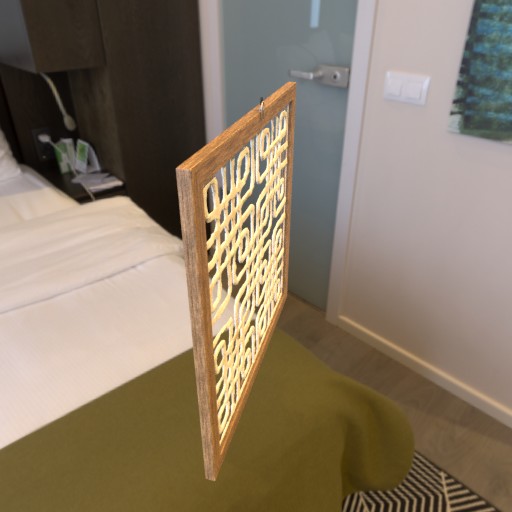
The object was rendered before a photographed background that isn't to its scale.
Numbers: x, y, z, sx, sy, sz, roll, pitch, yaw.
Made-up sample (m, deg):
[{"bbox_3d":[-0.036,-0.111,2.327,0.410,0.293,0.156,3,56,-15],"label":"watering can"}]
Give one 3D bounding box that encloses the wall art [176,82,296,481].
[{"bbox_3d":[0.000,0.000,0.848,0.021,0.582,0.561,8,32,14],"label":"wall art"}]
